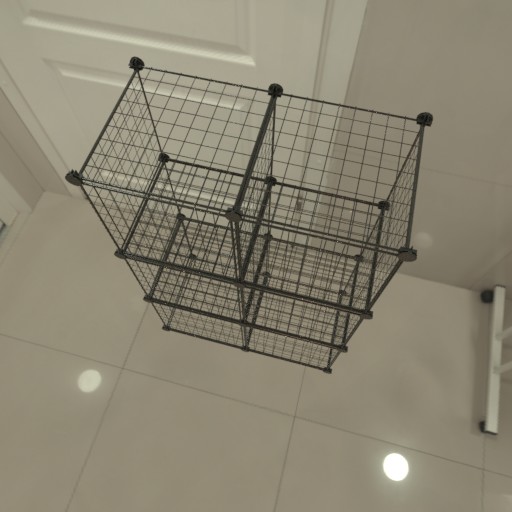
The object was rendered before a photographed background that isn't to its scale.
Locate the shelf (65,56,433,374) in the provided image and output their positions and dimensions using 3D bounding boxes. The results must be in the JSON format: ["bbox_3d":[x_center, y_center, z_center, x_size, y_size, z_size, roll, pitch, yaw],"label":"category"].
[{"bbox_3d":[0.000,0.000,1.404,0.711,1.067,0.356,13,64,7],"label":"shelf"}]
